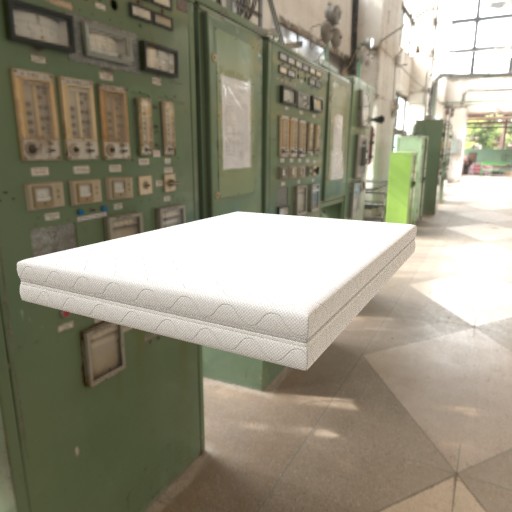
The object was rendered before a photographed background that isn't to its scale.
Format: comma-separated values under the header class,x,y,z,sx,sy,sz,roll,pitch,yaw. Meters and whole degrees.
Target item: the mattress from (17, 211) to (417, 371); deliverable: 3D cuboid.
class,x,y,z,sx,sy,sz,roll,pitch,yaw
mattress,0.000,0.000,2.472,1.400,0.200,1.900,7,15,28
